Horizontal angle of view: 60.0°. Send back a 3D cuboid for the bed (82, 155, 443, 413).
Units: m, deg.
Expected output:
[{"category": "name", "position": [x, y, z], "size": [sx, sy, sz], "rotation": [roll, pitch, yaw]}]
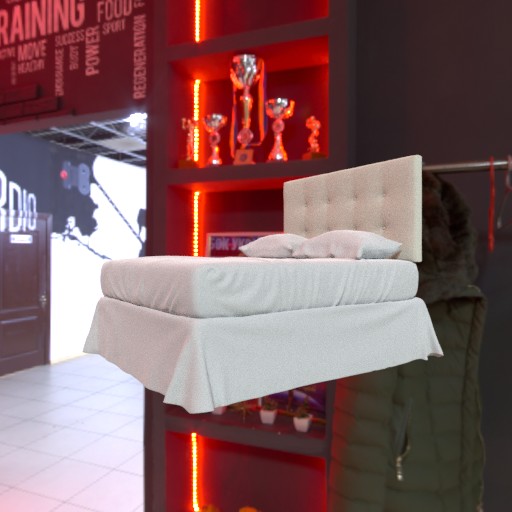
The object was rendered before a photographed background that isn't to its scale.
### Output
[{"category": "bed", "position": [0.000, 0.000, 3.518], "size": [2.222, 1.577, 1.936], "rotation": [0, 0, -36]}]
